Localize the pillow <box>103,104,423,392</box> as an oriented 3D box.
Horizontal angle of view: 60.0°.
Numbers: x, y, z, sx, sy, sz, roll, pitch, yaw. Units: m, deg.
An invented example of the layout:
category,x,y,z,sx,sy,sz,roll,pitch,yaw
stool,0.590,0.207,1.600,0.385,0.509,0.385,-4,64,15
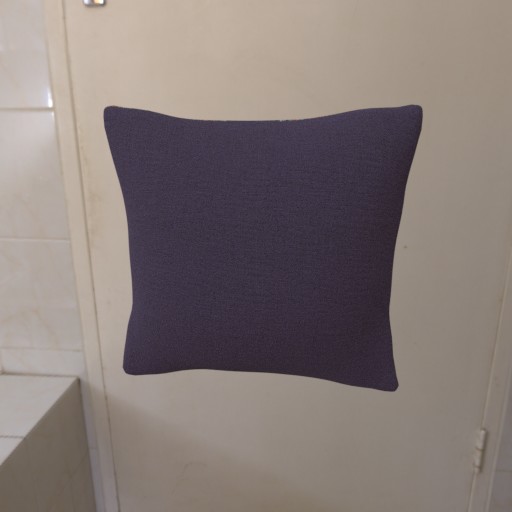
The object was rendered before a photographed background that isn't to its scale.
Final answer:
category,x,y,z,sx,sy,sz,roll,pitch,yaw
pillow,0.000,0.000,0.647,0.437,0.419,0.136,2,16,7
